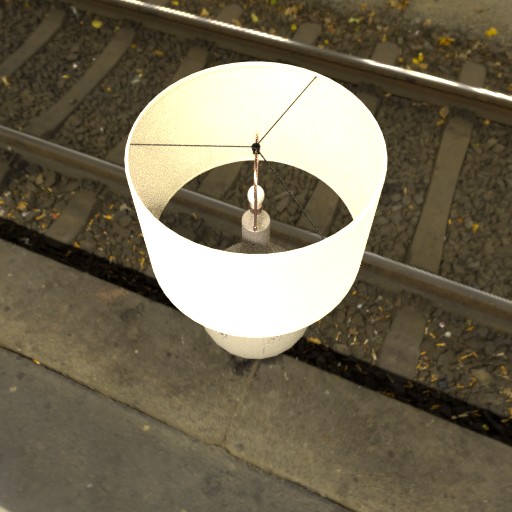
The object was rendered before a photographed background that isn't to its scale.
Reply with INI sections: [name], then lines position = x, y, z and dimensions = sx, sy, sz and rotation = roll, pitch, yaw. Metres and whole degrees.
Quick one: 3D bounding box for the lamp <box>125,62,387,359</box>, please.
[lamp]
position = 0.000, 0.000, 0.748
dimensions = 0.330, 0.521, 0.330
rotation = 0, 60, 0
